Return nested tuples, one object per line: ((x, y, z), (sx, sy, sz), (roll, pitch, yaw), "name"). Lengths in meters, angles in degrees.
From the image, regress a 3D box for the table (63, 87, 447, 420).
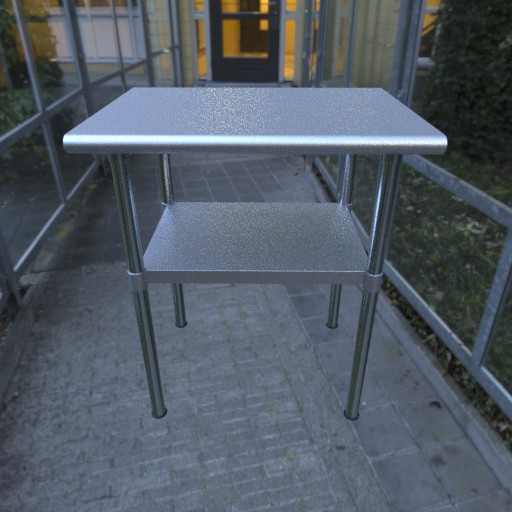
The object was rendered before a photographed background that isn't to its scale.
((0.000, 0.000, 1.342), (0.762, 0.876, 0.584), (0, 30, 1), "table")
